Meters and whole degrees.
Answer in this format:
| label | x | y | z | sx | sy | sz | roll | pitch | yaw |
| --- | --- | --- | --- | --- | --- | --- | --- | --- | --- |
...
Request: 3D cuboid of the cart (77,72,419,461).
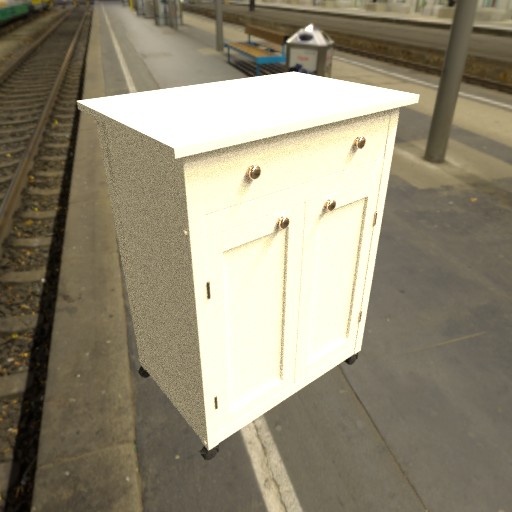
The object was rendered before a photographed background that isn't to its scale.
| label | x | y | z | sx | sy | sz | roll | pitch | yaw |
| --- | --- | --- | --- | --- | --- | --- | --- | --- | --- |
| cart | 0.000 | 0.000 | 1.257 | 0.683 | 0.864 | 0.442 | -22 | 38 | -32 |
